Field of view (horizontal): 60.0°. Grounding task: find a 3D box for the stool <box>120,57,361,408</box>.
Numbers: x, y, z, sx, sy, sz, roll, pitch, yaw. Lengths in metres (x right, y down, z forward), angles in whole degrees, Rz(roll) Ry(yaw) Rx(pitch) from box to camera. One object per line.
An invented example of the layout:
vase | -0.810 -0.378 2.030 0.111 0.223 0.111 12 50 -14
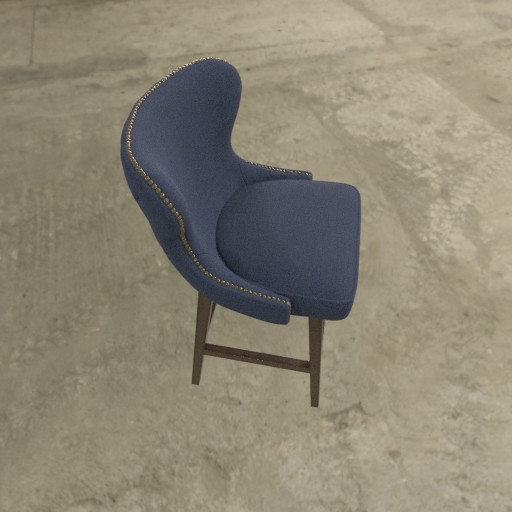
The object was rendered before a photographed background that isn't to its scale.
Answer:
stool | 0.000 0.000 1.365 0.597 0.972 0.615 8 48 7
